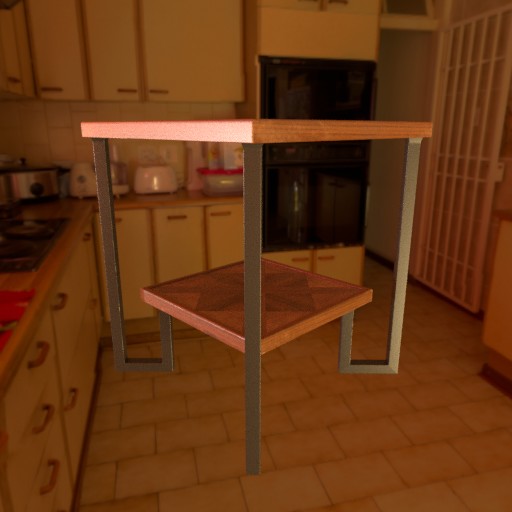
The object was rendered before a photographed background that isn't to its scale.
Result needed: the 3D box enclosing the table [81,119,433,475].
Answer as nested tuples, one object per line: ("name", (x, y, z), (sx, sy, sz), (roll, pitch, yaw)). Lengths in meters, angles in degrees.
("table", (0.000, 0.000, 0.972), (0.503, 0.563, 0.503), (-15, 22, -42))
